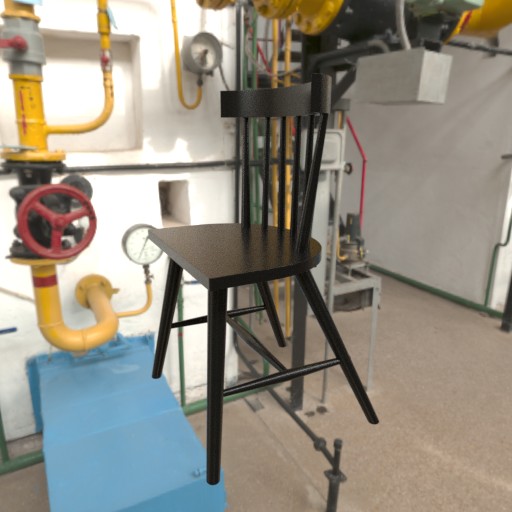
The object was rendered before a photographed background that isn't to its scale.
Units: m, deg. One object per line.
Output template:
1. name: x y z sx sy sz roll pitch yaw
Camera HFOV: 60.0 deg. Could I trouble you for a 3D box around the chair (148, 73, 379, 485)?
1. chair: 0.000 0.000 1.158 0.483 0.844 0.506 -8 18 -26
